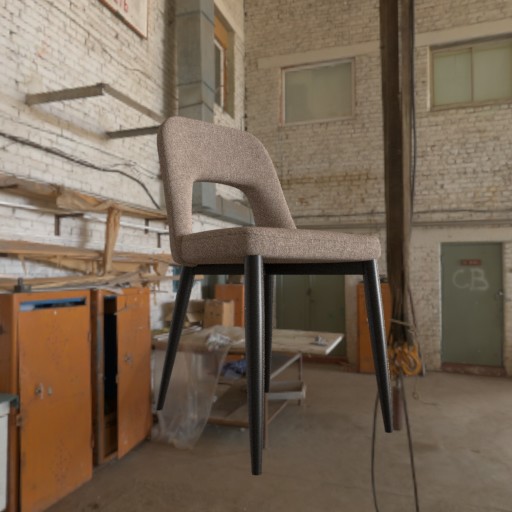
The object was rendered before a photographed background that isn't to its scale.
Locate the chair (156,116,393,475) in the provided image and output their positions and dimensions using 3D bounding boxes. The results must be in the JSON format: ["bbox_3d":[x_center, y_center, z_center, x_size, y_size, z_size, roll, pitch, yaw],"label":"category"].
[{"bbox_3d":[0.000,0.000,1.277,0.470,0.931,0.612,2,-3,-35],"label":"chair"}]
